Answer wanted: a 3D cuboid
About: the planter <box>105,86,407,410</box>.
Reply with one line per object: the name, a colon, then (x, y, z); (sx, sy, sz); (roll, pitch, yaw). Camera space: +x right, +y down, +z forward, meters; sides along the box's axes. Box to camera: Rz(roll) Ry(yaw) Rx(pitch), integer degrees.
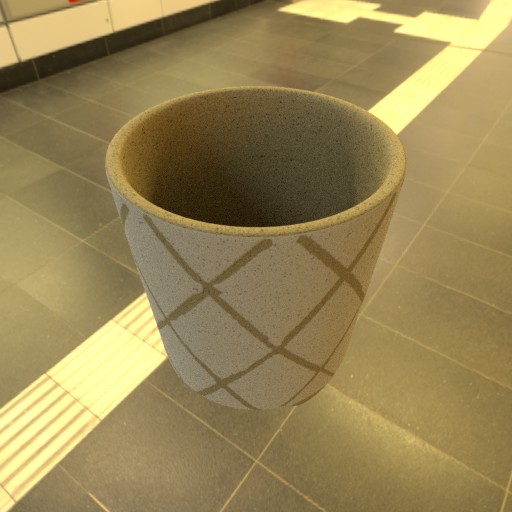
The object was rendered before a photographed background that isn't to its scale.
planter: (0.000, 0.000, 0.354); (0.191, 0.199, 0.191); (0, 42, 0)
